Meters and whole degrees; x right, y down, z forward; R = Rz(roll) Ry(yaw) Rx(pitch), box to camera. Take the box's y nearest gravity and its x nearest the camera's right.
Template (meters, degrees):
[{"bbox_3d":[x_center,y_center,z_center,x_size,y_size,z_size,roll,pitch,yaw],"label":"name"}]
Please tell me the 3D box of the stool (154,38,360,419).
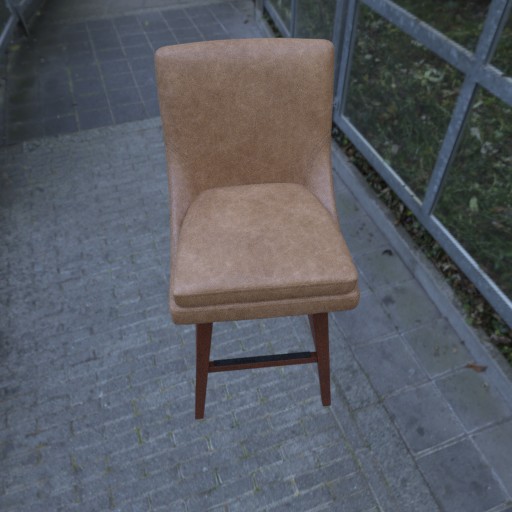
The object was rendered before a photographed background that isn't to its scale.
[{"bbox_3d":[0.000,0.000,1.361,0.487,1.079,0.572,-4,48,-4],"label":"stool"}]
